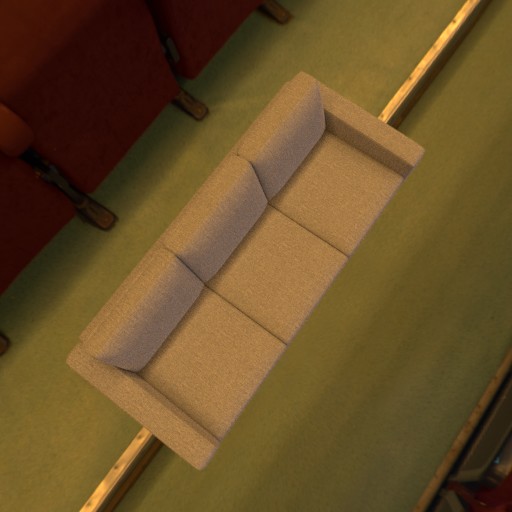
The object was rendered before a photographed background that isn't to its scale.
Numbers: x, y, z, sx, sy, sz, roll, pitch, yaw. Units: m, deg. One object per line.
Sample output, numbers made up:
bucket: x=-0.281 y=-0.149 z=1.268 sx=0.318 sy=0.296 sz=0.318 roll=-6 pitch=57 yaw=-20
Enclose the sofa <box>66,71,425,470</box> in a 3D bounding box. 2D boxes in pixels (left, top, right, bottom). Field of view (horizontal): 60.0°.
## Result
sofa: x=0.000 y=0.000 z=2.546 sx=0.900 sy=0.800 sz=2.120 roll=35 pitch=79 yaw=8
